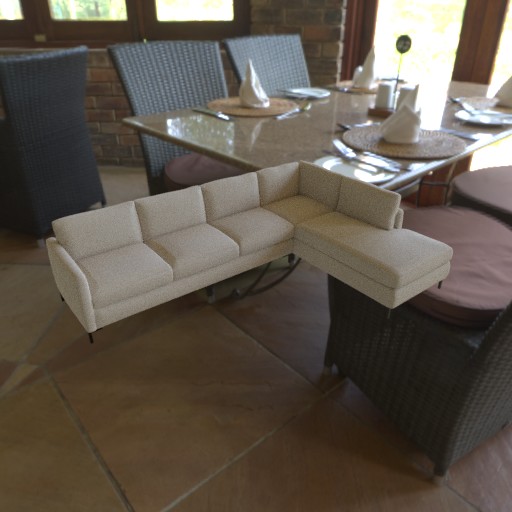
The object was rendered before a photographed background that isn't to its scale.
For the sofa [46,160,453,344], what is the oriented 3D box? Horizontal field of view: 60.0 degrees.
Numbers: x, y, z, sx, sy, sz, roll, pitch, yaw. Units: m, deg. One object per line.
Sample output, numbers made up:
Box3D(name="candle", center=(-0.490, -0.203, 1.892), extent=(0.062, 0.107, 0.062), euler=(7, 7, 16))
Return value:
Box3D(name="sofa", center=(0.000, 0.000, 3.849), extent=(2.949, 0.815, 2.007), euler=(-20, 35, -32))
